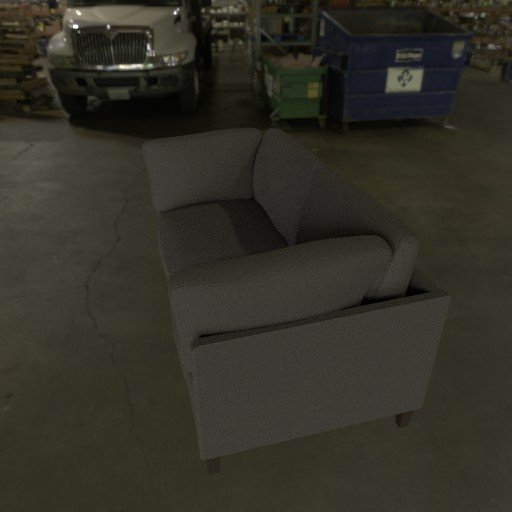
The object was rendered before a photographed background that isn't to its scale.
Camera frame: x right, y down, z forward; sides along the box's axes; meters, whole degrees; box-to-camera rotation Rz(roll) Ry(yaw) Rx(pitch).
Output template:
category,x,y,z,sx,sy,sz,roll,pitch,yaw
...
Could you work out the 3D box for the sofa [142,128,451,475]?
category,x,y,z,sx,sy,sz,roll,pitch,yaw
sofa,0.000,0.000,2.271,0.969,0.920,1.751,-8,31,-13
